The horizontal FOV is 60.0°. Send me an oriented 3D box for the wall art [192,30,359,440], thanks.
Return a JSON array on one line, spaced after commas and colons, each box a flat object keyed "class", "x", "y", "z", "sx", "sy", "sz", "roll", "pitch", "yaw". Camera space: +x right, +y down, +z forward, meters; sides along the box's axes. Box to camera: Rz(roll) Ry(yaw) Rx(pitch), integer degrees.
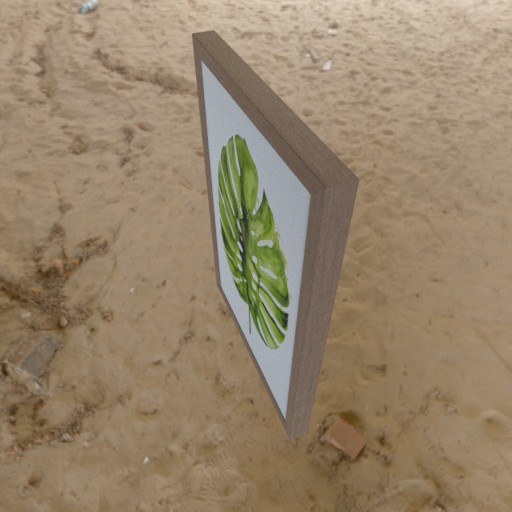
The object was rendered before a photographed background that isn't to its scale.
[{"class": "wall art", "x": 0.000, "y": 0.000, "z": 0.653, "sx": 0.032, "sy": 0.510, "sz": 0.358, "roll": -17, "pitch": 48, "yaw": -16}]
